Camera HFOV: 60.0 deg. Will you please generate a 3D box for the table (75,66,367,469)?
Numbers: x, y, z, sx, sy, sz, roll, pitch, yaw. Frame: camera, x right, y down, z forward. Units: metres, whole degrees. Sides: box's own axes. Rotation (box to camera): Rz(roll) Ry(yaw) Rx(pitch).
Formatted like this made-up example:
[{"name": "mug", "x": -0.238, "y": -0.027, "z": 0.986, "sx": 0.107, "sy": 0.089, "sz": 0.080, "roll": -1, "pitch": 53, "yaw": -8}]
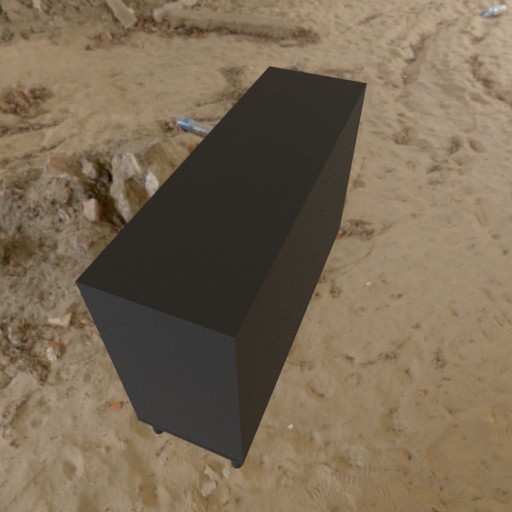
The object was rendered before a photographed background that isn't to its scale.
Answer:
[{"name": "table", "x": 0.000, "y": 0.000, "z": 1.626, "sx": 0.400, "sy": 0.855, "sz": 1.200, "roll": 17, "pitch": 49, "yaw": 15}]
